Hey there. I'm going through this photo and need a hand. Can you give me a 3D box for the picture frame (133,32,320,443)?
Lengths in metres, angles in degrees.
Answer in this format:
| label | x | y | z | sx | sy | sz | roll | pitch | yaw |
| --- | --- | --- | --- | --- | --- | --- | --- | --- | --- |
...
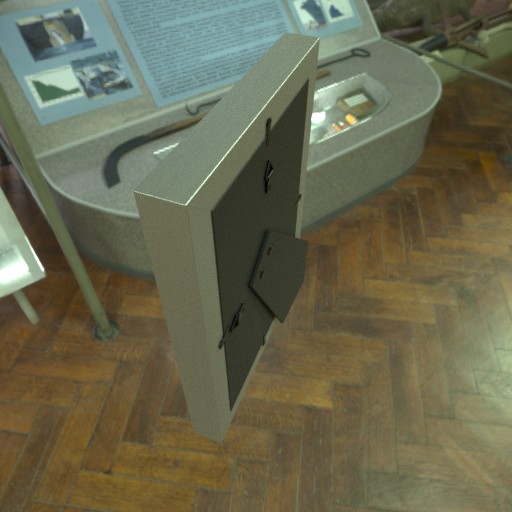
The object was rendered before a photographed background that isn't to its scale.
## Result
| label | x | y | z | sx | sy | sz | roll | pitch | yaw |
| --- | --- | --- | --- | --- | --- | --- | --- | --- | --- |
| picture frame | 0.000 | 0.000 | 0.275 | 0.028 | 0.208 | 0.157 | 16 | 49 | 15 |
